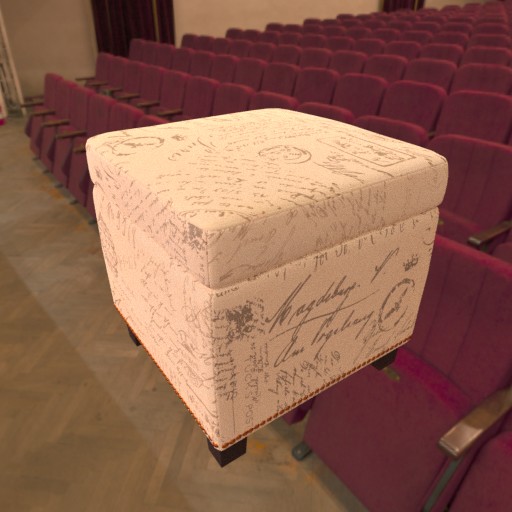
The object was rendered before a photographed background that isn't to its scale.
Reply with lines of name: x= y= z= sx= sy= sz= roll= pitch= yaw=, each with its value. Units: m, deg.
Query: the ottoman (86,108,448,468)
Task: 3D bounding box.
ottoman: x=0.000 y=0.000 z=0.830 sx=0.450 sy=0.457 sz=0.449 roll=-19 pitch=35 yaw=-30
